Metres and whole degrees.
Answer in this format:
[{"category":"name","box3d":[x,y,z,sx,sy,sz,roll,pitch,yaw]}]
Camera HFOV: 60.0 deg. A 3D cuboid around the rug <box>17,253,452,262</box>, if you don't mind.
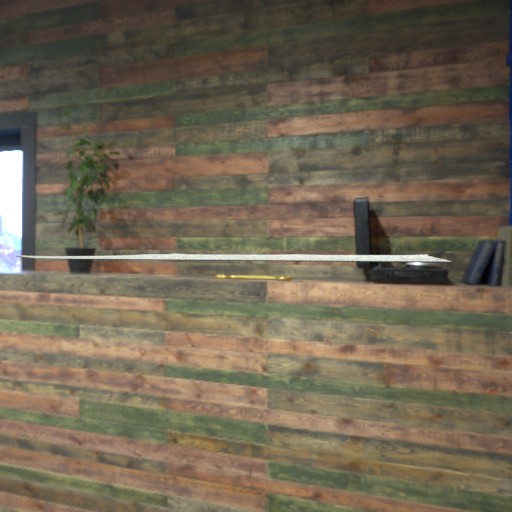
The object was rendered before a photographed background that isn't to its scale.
[{"category":"rug","box3d":[0.000,0.000,3.861,2.925,0.026,2.343,0,1,19]}]
